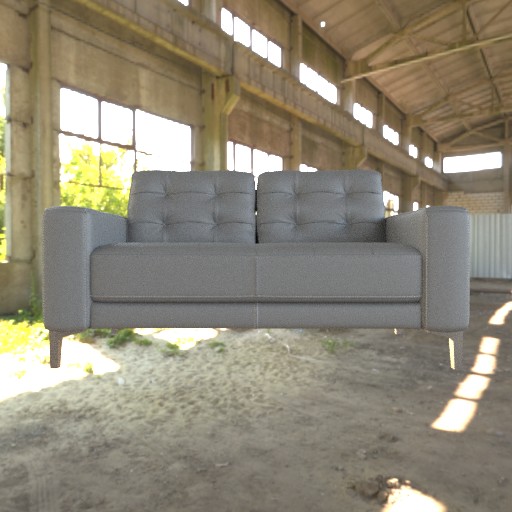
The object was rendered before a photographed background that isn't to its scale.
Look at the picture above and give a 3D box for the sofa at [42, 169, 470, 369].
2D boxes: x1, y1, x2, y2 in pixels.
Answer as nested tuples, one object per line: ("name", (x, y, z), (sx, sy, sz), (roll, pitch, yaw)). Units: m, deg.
("sofa", (0.000, 0.000, 2.146), (1.726, 0.892, 0.833), (0, 1, 0))
